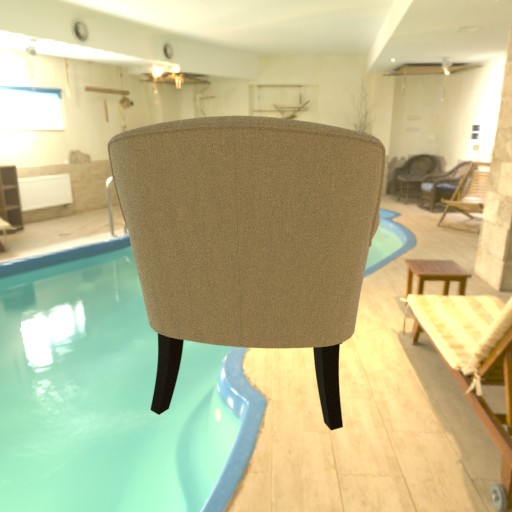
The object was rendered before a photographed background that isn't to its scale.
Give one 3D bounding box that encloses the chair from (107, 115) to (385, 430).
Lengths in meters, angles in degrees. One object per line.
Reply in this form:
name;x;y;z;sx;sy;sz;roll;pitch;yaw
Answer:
chair;0.000;0.000;1.481;0.772;0.880;0.755;2;16;8
